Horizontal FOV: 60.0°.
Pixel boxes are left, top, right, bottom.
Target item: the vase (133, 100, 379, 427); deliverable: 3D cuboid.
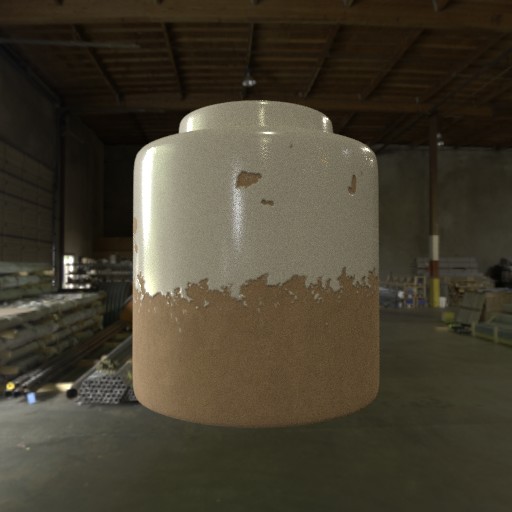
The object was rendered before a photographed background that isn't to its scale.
[{"bbox_3d":[0.000,0.000,0.286,0.153,0.167,0.153,0,-1,0],"label":"vase"}]
